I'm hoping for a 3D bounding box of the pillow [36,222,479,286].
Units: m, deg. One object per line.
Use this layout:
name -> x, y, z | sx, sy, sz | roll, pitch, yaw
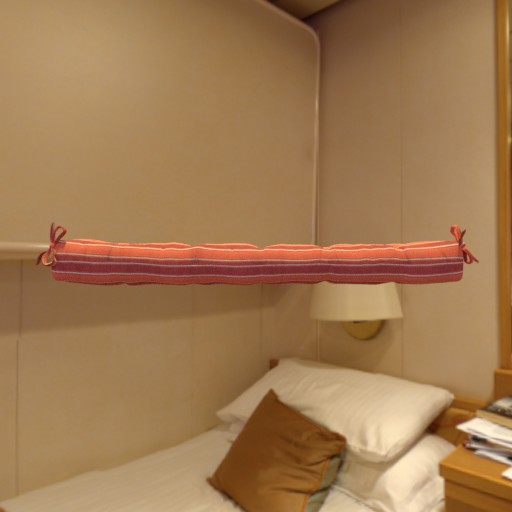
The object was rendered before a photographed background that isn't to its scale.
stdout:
pillow -> 0.000, 0.000, 1.374 | 1.194, 0.174, 0.511 | 0, -1, -2
